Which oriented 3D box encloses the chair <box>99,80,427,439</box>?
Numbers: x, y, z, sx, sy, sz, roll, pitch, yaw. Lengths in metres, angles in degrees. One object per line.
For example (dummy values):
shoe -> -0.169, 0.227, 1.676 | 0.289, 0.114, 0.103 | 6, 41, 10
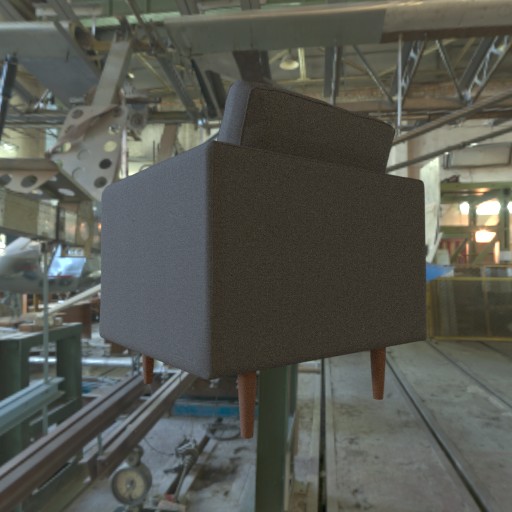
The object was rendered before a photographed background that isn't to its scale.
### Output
chair -> 0.000, 0.000, 1.536 | 0.854, 0.927, 0.800 | 1, -1, -37
